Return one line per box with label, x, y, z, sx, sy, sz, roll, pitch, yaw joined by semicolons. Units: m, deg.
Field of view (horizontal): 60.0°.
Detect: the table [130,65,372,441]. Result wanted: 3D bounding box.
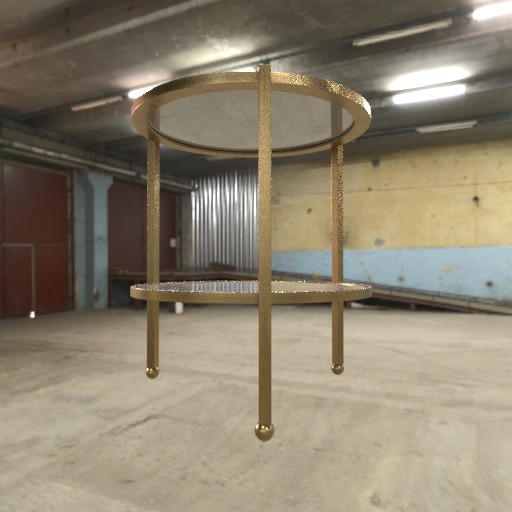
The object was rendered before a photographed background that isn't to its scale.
table;0.000;0.000;0.444;0.243;0.269;0.231;1;-1;-35
